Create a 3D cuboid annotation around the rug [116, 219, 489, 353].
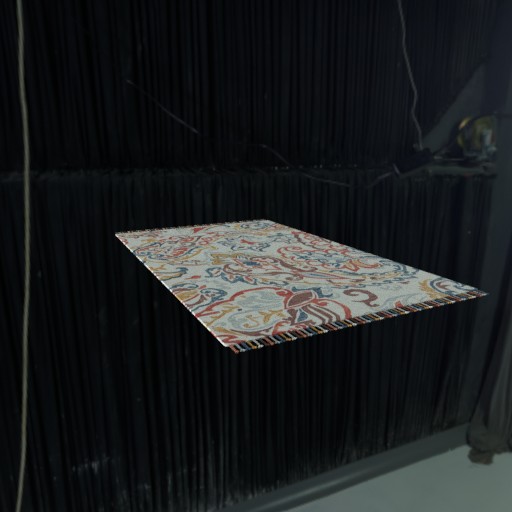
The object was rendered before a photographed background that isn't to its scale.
[{"bbox_3d":[0.000,0.000,3.169,1.523,0.010,2.584,-7,16,-26],"label":"rug"}]
